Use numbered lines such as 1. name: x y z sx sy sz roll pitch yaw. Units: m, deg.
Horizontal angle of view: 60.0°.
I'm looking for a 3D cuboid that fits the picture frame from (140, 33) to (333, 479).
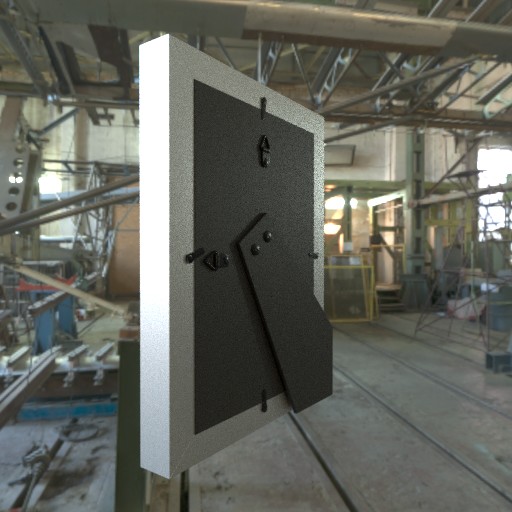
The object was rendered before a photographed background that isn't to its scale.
1. picture frame: 0.000 0.000 0.274 0.028 0.208 0.157 0 1 36
